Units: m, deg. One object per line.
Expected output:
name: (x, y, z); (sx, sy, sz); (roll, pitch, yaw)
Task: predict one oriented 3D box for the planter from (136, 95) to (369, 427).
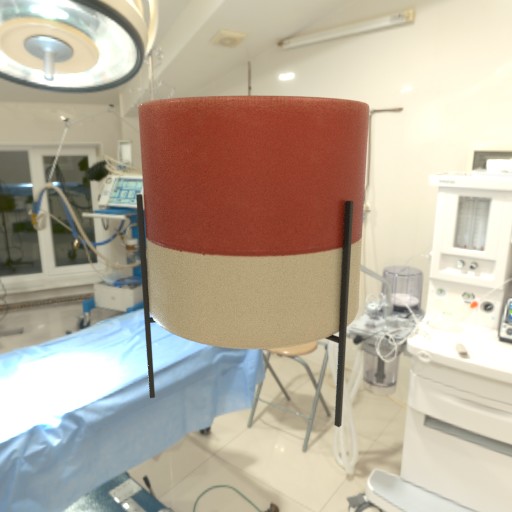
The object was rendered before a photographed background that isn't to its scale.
planter: (0.000, 0.000, 0.727); (0.354, 0.465, 0.345); (14, 20, 43)
